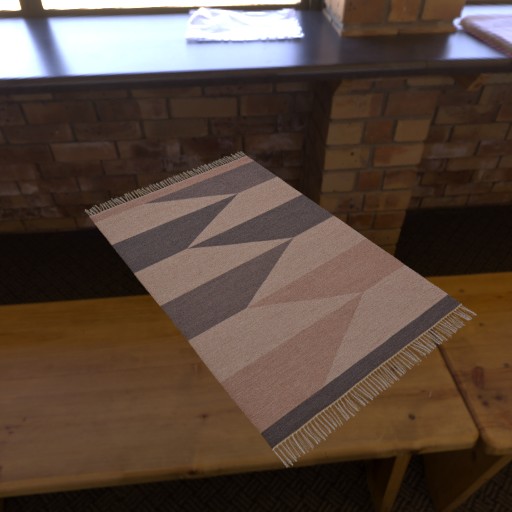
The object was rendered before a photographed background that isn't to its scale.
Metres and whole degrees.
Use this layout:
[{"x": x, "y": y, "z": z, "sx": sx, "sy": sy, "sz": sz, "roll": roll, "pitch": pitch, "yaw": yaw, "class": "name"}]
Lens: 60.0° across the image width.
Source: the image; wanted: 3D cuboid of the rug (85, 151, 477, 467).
[{"x": 0.000, "y": 0.000, "z": 2.501, "sx": 1.224, "sy": 0.027, "sz": 2.021, "roll": -27, "pitch": 49, "yaw": -26, "class": "rug"}]
